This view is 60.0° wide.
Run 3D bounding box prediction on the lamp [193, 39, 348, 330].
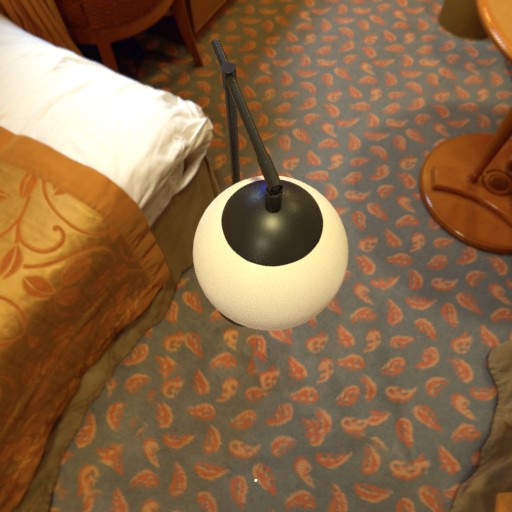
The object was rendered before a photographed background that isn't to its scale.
[{"bbox_3d":[0.000,0.000,0.703,0.197,0.559,0.316,-16,64,-8],"label":"lamp"}]
